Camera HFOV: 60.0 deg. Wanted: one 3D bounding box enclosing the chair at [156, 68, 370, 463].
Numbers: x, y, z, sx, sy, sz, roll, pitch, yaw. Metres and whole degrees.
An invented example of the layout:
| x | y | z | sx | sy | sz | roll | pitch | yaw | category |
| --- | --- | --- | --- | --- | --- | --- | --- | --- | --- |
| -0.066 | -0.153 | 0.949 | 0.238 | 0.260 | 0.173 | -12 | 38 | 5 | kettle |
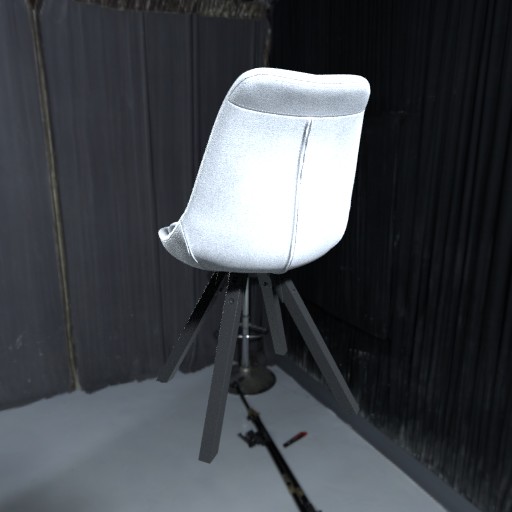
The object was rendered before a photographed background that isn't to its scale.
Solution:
| x | y | z | sx | sy | sz | roll | pitch | yaw | category |
| --- | --- | --- | --- | --- | --- | --- | --- | --- | --- |
| 0.000 | 0.000 | 1.177 | 0.485 | 0.850 | 0.550 | -7 | 16 | -26 | chair |
